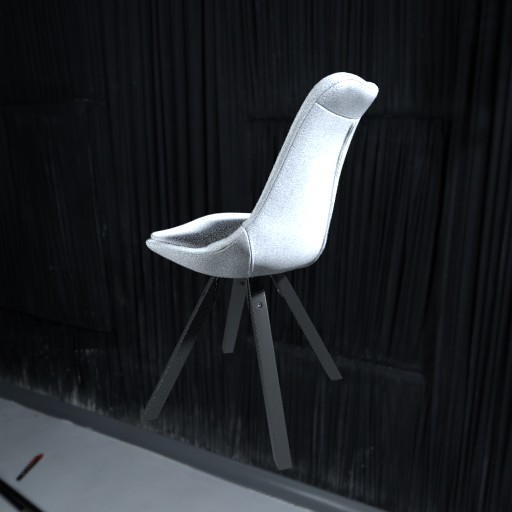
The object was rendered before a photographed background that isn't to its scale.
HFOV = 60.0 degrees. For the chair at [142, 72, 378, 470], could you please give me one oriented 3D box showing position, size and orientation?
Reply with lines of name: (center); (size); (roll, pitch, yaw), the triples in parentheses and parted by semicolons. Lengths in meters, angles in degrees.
chair: (0.000, 0.000, 1.166); (0.550, 0.850, 0.485); (7, 17, 25)
